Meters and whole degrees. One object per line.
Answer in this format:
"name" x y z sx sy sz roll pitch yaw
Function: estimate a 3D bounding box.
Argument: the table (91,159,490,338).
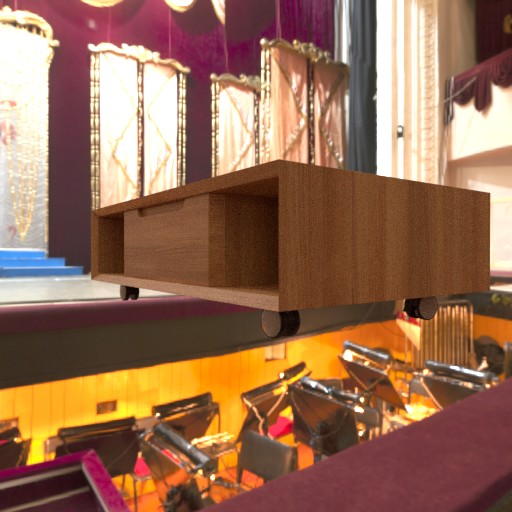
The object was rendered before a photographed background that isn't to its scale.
"table" 0.000 0.000 1.387 0.700 0.330 1.100 0 0 -36
